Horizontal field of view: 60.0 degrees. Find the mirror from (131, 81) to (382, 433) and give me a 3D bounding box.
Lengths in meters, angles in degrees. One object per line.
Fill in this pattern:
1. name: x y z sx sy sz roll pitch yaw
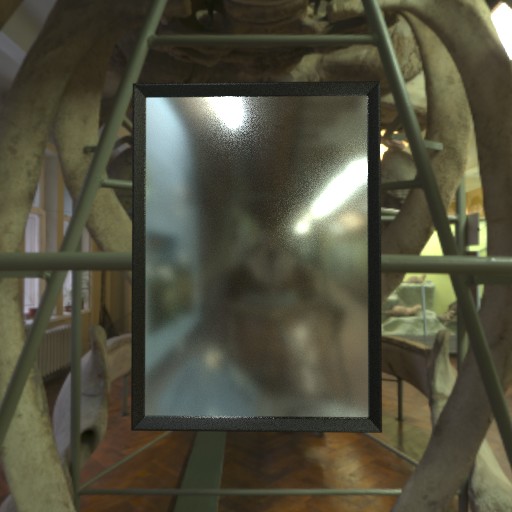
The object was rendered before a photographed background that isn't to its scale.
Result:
1. mirror: 0.000 0.000 0.919 0.507 0.710 0.039 0 -1 1
